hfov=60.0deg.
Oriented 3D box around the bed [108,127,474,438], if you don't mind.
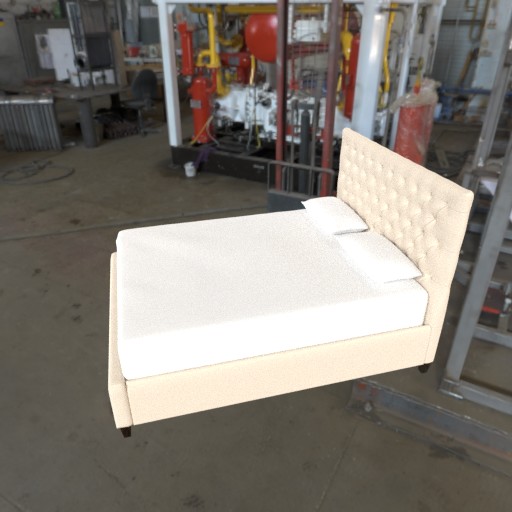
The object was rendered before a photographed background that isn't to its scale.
[{"bbox_3d":[0.000,0.000,3.373,2.233,1.426,1.696,-8,30,-13],"label":"bed"}]
